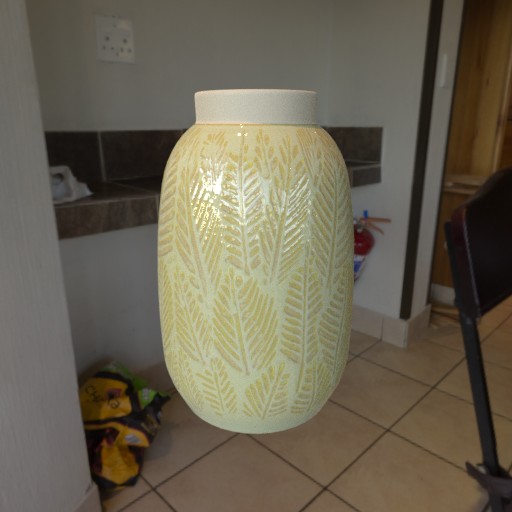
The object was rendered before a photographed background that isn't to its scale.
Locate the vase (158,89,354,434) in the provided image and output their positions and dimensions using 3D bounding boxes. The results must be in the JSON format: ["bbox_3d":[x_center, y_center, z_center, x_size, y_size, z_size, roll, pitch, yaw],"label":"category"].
[{"bbox_3d":[0.000,0.000,0.390,0.172,0.270,0.172,0,17,0],"label":"vase"}]
